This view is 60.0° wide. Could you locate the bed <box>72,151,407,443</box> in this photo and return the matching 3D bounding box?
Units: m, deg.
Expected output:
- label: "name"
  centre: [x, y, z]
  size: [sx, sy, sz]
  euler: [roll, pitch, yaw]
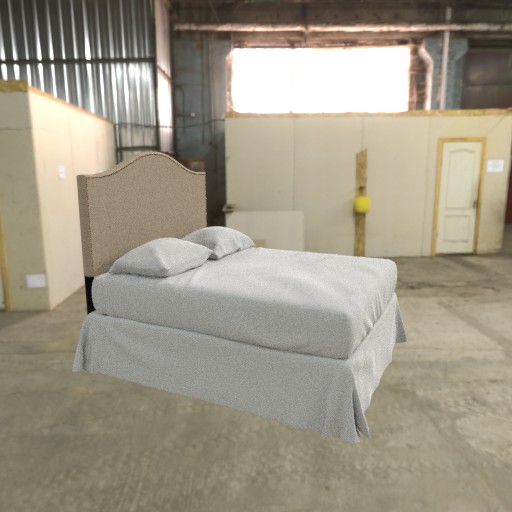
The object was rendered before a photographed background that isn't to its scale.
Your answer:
- label: "bed"
  centre: [0.000, 0.000, 3.523]
  size: [2.221, 1.645, 1.876]
  euler: [6, 13, 25]
